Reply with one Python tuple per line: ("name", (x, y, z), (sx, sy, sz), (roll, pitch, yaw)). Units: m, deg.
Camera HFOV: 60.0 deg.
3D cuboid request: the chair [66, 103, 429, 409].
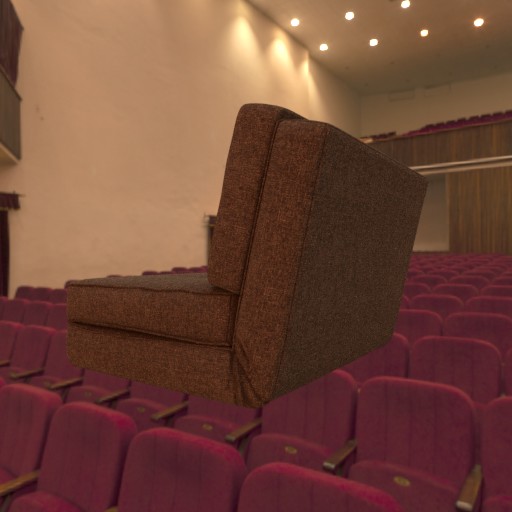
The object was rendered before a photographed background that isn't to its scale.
("chair", (0.000, 0.000, 1.291), (0.800, 0.615, 0.740), (0, 0, 35))
